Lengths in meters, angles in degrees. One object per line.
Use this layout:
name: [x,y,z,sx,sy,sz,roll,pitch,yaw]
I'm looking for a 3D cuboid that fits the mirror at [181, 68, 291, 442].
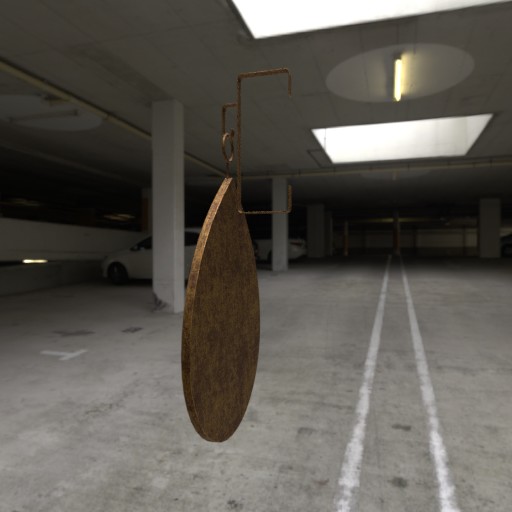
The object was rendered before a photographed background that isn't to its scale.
mirror: [0.000,0.000,0.906,0.144,0.744,0.405,0,0,17]
